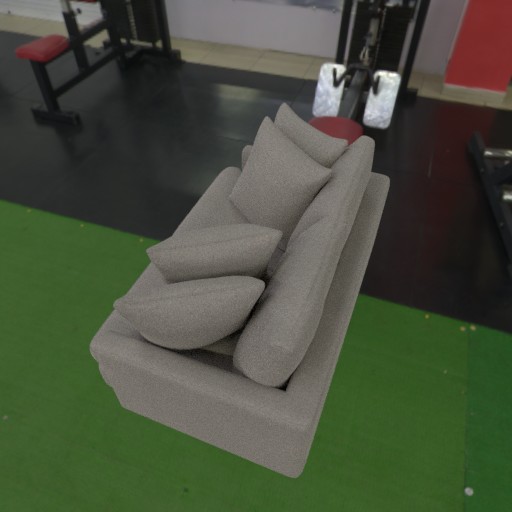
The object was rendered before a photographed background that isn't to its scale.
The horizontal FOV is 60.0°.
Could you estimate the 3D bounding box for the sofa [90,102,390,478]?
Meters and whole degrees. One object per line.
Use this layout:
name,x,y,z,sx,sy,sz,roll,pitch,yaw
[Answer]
sofa,0.000,0.000,2.616,1.228,1.080,1.869,16,48,15
